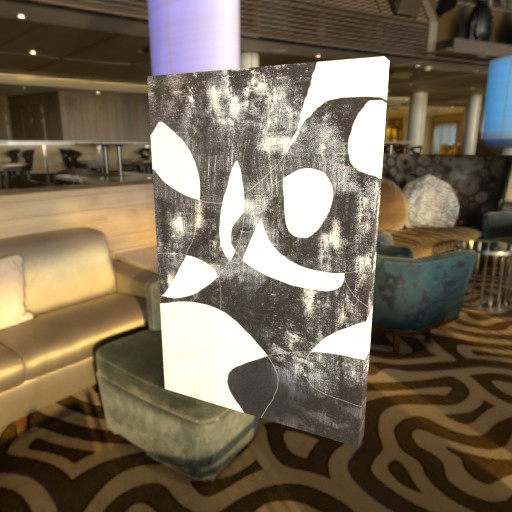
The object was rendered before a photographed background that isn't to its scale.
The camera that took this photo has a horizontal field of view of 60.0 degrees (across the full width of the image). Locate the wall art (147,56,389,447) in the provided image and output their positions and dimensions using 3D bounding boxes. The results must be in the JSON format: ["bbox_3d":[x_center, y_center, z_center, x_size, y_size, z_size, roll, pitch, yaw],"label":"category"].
[{"bbox_3d":[0.000,0.000,0.777,0.407,0.610,0.039,7,16,26],"label":"wall art"}]
